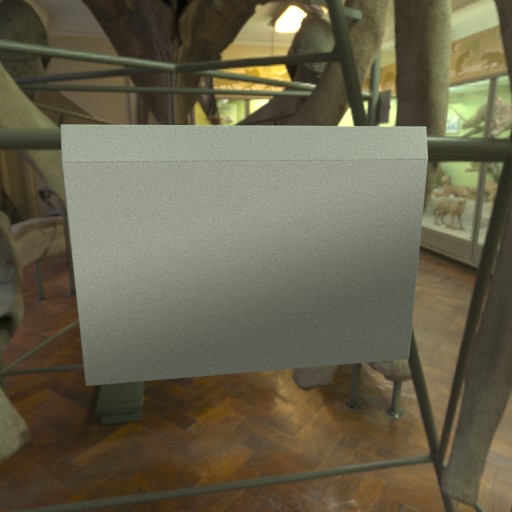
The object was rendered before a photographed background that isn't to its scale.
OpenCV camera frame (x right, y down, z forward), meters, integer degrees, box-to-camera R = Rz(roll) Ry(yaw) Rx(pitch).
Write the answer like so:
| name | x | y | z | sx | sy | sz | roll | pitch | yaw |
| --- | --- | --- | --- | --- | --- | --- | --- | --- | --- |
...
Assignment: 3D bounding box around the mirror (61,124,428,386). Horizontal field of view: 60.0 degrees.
| name | x | y | z | sx | sy | sz | roll | pitch | yaw |
| --- | --- | --- | --- | --- | --- | --- | --- | --- | --- |
| mirror | 0.000 | 0.000 | 1.116 | 0.870 | 0.630 | 0.030 | -2 | 15 | -9 |
